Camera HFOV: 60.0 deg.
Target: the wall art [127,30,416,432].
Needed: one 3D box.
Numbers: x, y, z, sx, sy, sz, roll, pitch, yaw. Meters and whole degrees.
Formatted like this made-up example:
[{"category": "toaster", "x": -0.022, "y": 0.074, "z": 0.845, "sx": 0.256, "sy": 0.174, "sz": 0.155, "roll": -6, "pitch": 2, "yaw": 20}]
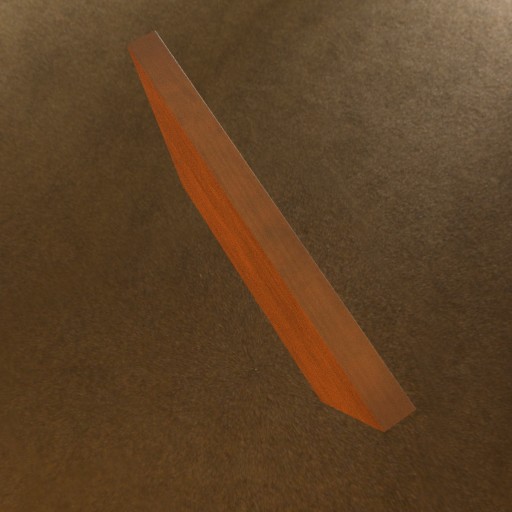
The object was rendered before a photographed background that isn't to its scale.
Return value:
[{"category": "wall art", "x": 0.000, "y": 0.000, "z": 0.532, "sx": 0.030, "sy": 0.328, "sz": 0.401, "roll": -32, "pitch": 78, "yaw": -8}]
